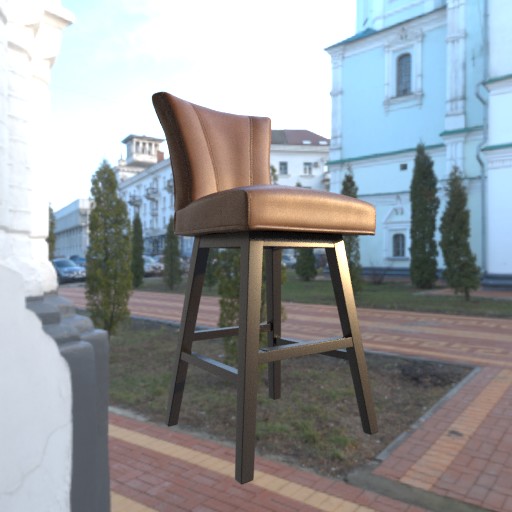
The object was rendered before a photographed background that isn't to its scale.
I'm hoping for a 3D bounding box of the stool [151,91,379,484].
[{"bbox_3d":[0.000,0.000,1.438,0.522,1.094,0.585,0,0,-37],"label":"stool"}]
